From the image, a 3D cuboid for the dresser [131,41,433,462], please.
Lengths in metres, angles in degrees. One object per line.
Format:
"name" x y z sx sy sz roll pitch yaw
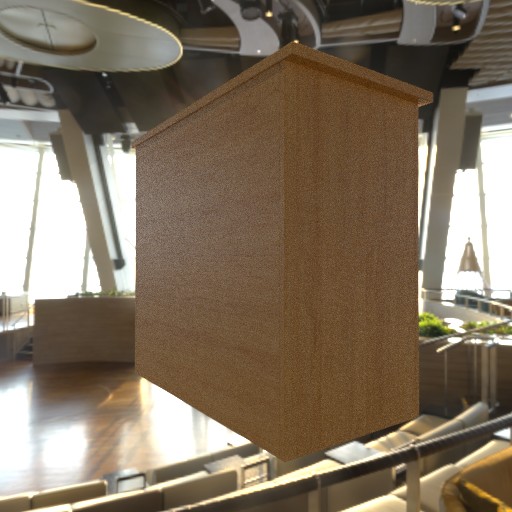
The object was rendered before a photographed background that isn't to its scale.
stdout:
"dresser" 0.000 0.000 1.201 0.410 0.730 0.800 0 -1 -35
